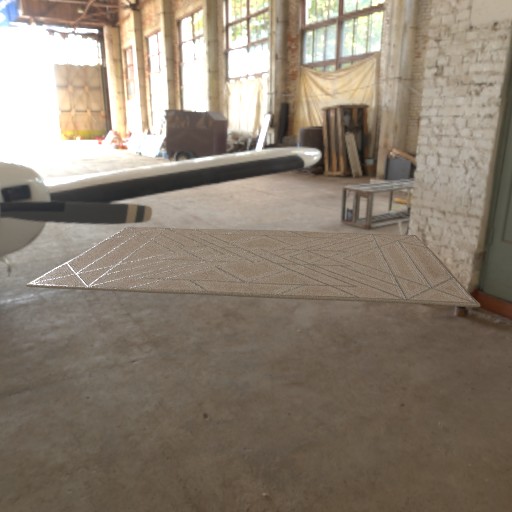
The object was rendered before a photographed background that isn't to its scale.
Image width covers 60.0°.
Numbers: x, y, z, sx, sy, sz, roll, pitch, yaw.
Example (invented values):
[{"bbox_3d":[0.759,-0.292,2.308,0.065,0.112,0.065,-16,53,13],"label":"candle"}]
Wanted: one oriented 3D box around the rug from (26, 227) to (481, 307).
[{"bbox_3d":[0.000,0.000,1.077,0.869,0.008,0.511,2,17,7],"label":"rug"}]
